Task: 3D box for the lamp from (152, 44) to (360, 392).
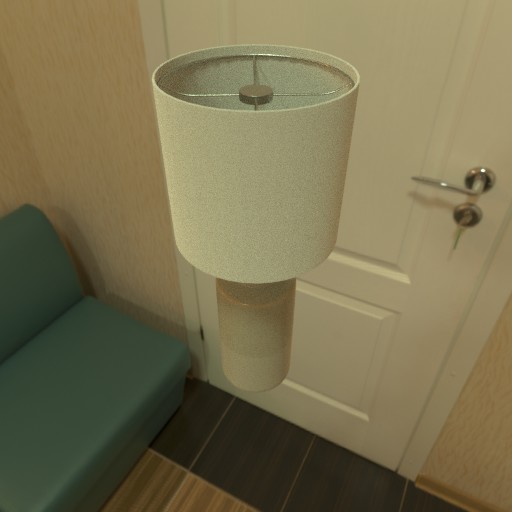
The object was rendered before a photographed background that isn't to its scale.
[{"bbox_3d":[0.000,0.000,0.614,0.212,0.493,0.212,-1,40,-1],"label":"lamp"}]
